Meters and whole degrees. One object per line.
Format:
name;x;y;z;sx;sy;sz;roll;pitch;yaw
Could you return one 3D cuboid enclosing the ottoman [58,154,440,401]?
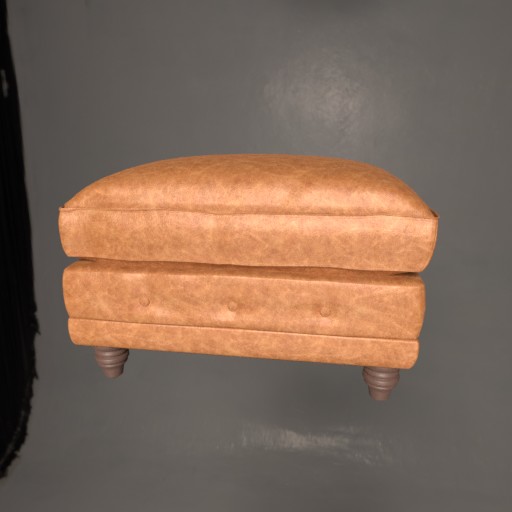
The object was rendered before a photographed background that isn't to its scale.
ottoman;0.000;0.000;1.075;0.710;0.480;0.533;2;15;8
